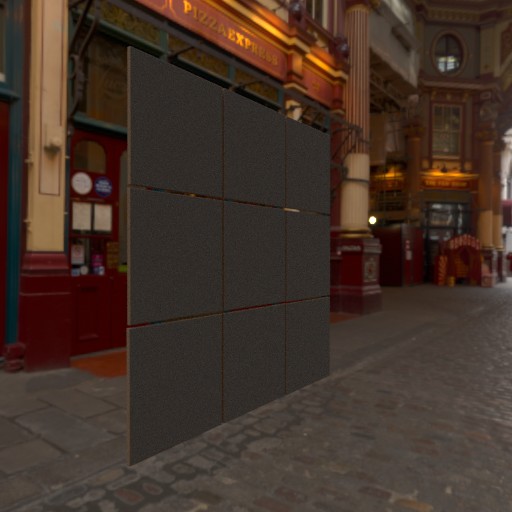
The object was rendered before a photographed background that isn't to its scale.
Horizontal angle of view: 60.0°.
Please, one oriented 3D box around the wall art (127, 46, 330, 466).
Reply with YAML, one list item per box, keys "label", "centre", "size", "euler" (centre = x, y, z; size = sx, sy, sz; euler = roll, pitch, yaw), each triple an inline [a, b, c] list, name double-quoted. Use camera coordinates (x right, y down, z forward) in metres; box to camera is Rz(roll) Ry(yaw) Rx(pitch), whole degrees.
- label: "wall art"
  centre: [0.000, 0.000, 2.212]
  size: [0.017, 1.521, 1.527]
  euler: [0, 0, 37]
